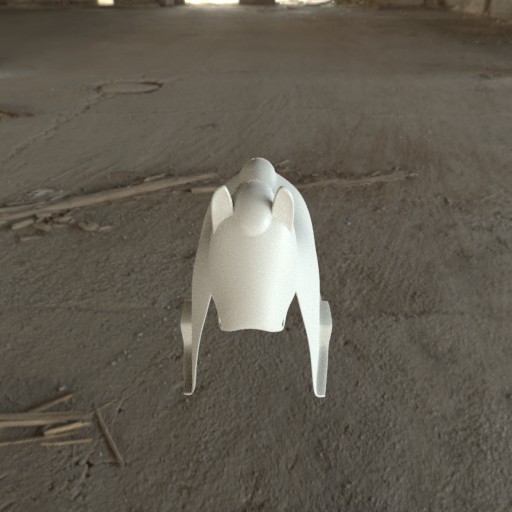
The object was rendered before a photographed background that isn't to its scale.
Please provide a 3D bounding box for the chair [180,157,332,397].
[{"bbox_3d":[0.000,0.000,1.128,0.429,0.612,0.800,1,32,1],"label":"chair"}]
